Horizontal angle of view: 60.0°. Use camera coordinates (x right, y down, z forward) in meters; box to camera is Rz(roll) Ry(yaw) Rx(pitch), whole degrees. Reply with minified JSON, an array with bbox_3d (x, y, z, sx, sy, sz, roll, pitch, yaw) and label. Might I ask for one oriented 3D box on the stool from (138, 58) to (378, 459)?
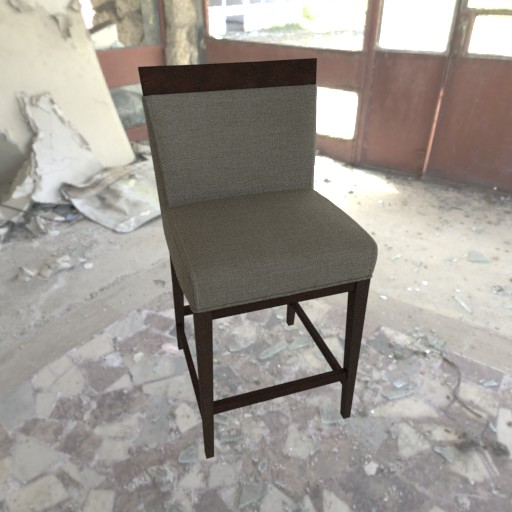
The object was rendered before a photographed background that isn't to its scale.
[{"bbox_3d":[0.000,0.000,1.314,0.512,1.009,0.531,-10,33,-15],"label":"stool"}]
